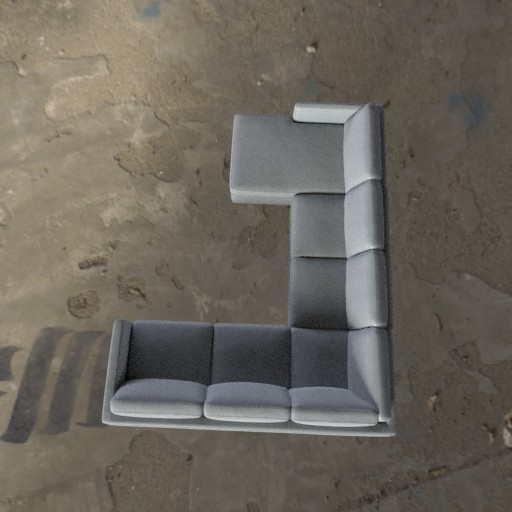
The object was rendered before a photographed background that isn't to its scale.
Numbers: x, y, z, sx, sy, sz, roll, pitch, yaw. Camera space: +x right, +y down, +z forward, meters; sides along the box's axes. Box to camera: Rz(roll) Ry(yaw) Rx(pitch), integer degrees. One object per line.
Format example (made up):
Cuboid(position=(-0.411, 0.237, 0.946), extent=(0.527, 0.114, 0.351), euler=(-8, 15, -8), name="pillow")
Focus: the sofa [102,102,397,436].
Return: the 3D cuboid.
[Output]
Cuboid(position=(0.000, 0.000, 4.427), extent=(2.551, 0.853, 3.238), euler=(2, 75, 1), name="sofa")
